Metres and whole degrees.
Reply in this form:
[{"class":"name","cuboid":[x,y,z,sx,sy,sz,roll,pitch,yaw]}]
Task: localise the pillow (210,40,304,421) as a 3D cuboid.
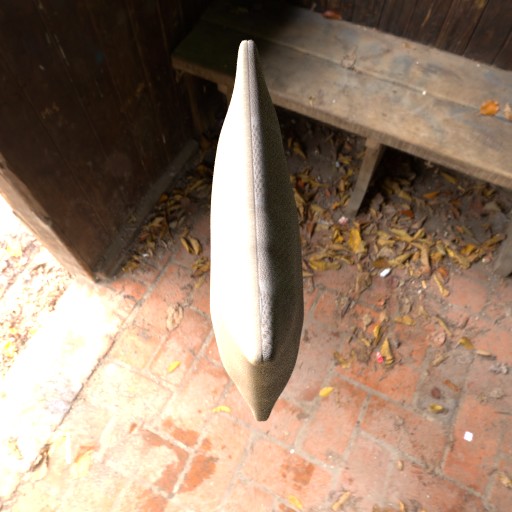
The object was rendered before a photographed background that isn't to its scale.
[{"class":"pillow","cuboid":[0.000,0.000,0.686,0.138,0.432,0.436,-2,63,-1]}]
